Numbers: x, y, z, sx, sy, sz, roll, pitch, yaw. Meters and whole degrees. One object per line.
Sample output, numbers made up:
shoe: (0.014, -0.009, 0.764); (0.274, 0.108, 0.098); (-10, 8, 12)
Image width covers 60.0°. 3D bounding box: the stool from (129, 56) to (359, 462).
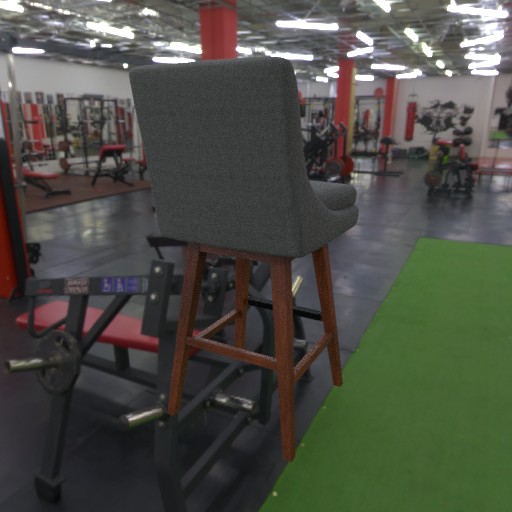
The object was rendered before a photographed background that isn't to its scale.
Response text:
stool: (0.000, 0.000, 1.261); (0.447, 0.977, 0.524); (9, 19, 28)
